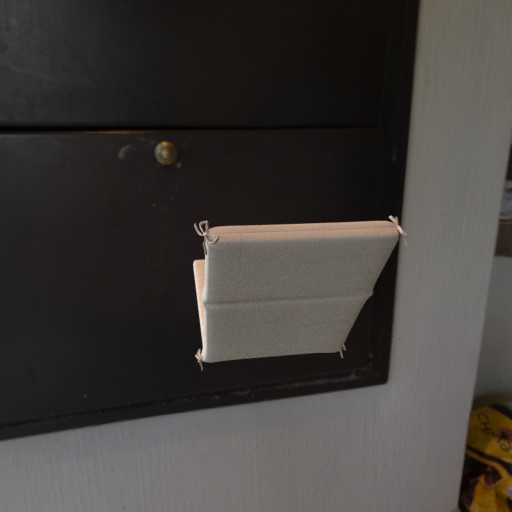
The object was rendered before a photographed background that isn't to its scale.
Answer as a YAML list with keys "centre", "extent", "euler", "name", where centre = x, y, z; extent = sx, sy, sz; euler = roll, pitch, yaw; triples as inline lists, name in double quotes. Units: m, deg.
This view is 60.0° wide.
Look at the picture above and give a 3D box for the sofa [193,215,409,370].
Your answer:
- centre: [0.000, 0.000, 1.977]
  extent: [0.582, 0.622, 1.663]
  euler: [-3, 16, -9]
  name: "sofa"
